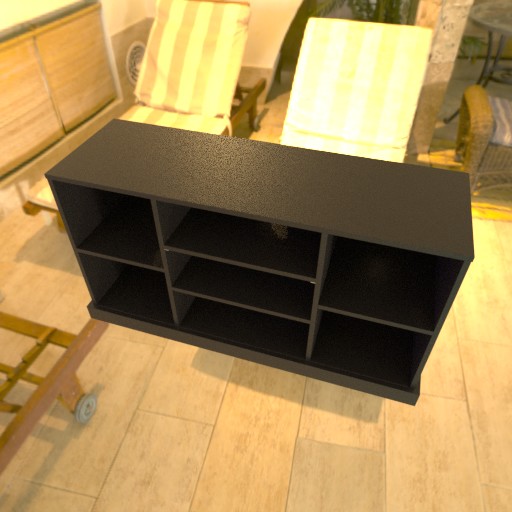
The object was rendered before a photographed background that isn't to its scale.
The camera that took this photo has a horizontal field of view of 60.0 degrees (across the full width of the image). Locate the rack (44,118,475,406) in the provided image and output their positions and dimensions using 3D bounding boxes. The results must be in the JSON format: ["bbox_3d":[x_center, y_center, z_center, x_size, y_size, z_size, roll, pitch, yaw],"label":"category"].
[{"bbox_3d":[0.000,0.000,1.496,1.206,0.635,0.399,12,44,13],"label":"rack"}]
